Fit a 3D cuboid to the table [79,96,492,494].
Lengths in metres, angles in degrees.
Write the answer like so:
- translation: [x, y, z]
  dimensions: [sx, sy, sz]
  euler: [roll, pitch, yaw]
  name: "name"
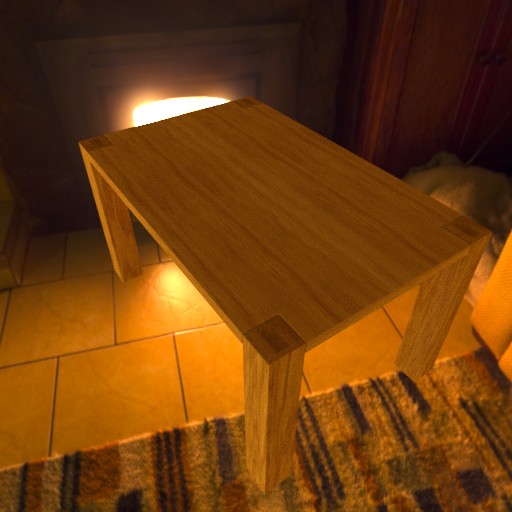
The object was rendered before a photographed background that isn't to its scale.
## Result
- translation: [0.000, 0.000, 1.923]
  dimensions: [0.900, 0.760, 1.400]
  euler: [-24, 47, -26]
  name: "table"
